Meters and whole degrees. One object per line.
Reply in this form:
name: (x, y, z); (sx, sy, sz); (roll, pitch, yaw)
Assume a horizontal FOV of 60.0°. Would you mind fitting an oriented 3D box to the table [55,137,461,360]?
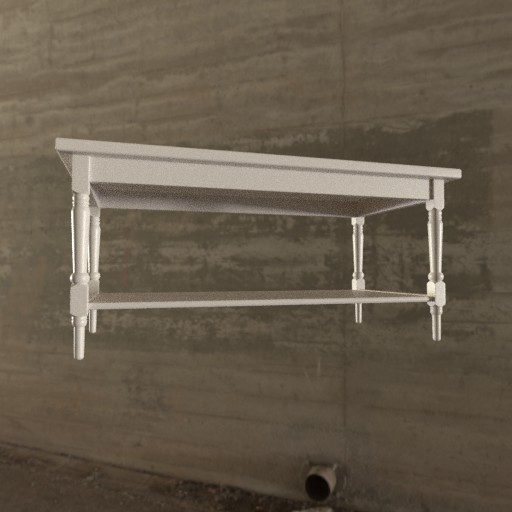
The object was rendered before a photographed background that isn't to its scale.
table: (0.000, 0.000, 1.411); (1.107, 0.510, 0.550); (1, -2, -16)
